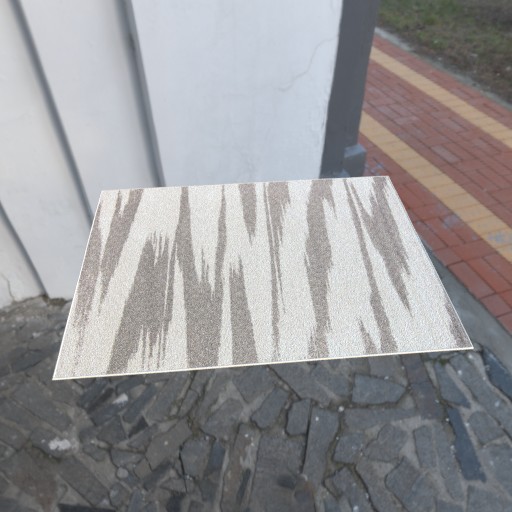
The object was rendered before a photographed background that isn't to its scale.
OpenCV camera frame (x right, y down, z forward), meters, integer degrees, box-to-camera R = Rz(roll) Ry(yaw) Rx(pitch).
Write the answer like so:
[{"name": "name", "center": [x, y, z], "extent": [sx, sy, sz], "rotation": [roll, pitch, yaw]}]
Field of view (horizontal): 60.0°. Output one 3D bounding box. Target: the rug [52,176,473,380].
[{"name": "rug", "center": [0.000, 0.000, 2.766], "extent": [2.142, 0.010, 1.533], "rotation": [-3, 46, -3]}]
